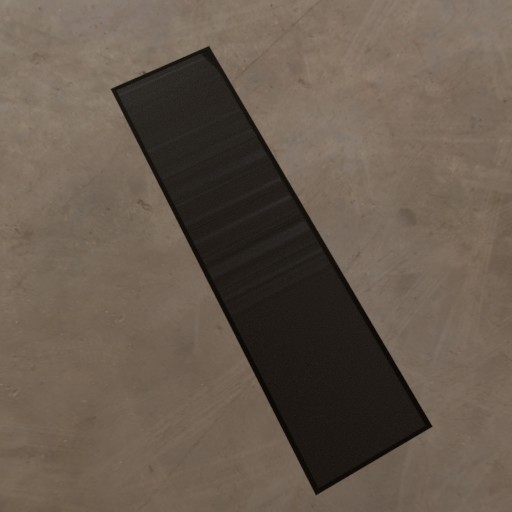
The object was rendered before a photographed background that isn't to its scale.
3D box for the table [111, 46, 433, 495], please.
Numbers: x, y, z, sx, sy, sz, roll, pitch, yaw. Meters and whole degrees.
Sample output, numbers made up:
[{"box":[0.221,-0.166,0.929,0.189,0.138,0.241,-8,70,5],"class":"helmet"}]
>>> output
[{"box":[0.000,0.000,1.632,0.399,0.395,1.486,-27,77,-7],"class":"table"}]
